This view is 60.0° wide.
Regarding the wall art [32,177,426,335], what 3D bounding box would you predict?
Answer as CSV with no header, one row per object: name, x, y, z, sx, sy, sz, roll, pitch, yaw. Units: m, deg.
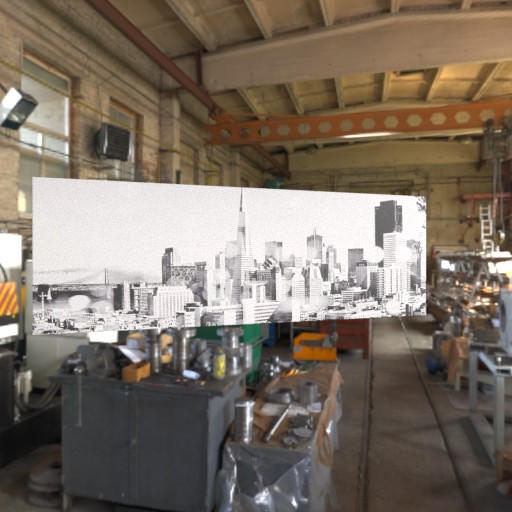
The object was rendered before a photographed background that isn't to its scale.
wall art,0.000,0.000,1.675,1.520,0.507,0.039,0,0,-18
